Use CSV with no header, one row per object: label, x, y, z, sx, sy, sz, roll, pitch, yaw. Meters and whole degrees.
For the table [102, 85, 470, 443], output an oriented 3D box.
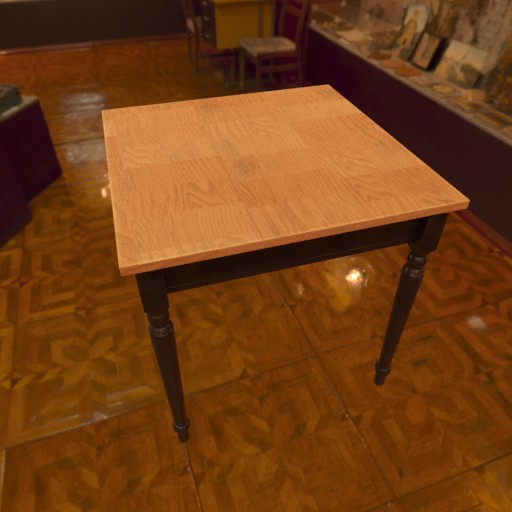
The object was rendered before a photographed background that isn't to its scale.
table,0.000,0.000,1.392,0.747,0.738,0.747,-11,42,-13
